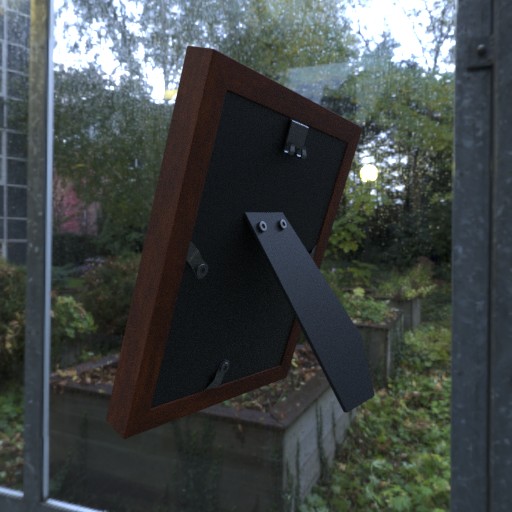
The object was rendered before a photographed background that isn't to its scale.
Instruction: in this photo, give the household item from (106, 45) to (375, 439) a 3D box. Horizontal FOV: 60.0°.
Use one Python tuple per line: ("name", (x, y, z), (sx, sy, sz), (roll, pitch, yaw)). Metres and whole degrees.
("household item", (0.000, 0.000, 0.290), (0.096, 0.204, 0.160), (0, 0, 38))
